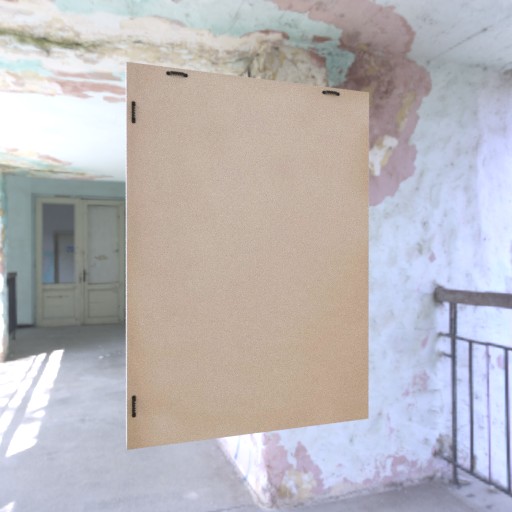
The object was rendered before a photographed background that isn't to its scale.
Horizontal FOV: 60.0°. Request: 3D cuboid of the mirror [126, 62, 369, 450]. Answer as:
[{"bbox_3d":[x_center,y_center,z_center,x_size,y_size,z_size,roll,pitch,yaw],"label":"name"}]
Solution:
[{"bbox_3d":[0.000,0.000,0.902,0.507,0.710,0.039,0,0,-18],"label":"mirror"}]
